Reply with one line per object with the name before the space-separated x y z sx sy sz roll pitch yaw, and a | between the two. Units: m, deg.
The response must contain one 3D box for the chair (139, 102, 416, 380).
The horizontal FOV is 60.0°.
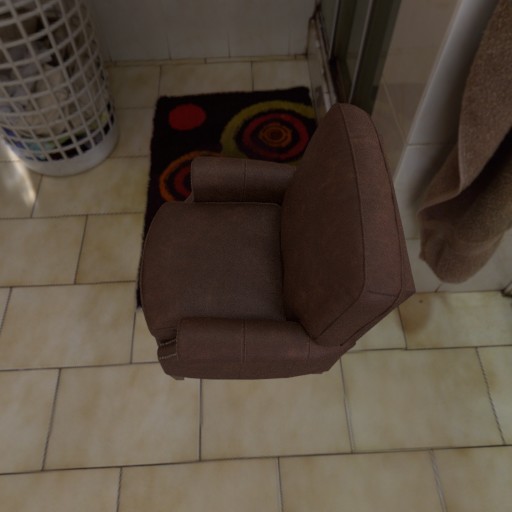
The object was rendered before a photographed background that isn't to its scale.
chair | 0.000 0.000 1.828 0.986 1.018 0.936 0 59 0
